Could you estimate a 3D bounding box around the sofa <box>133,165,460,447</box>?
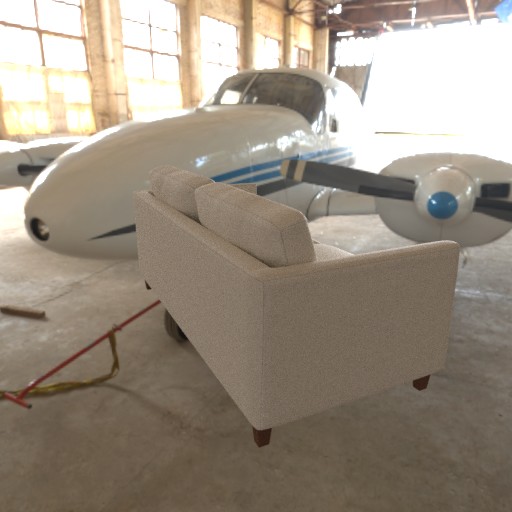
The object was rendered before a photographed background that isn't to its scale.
[{"bbox_3d":[0.000,0.000,2.510,0.965,0.889,1.981,-8,19,-25],"label":"sofa"}]
